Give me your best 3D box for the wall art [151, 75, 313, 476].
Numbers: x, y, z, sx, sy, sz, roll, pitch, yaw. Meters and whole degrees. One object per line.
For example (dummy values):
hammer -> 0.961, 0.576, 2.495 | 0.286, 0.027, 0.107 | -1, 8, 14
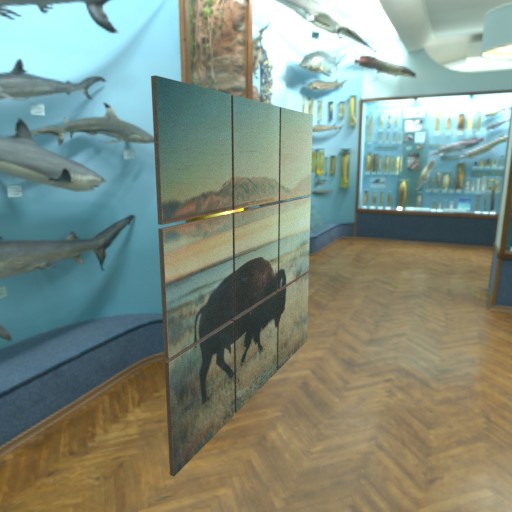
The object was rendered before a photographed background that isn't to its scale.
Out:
wall art -> 0.000, 0.000, 1.364 | 0.018, 0.904, 0.906 | 6, 14, 26
